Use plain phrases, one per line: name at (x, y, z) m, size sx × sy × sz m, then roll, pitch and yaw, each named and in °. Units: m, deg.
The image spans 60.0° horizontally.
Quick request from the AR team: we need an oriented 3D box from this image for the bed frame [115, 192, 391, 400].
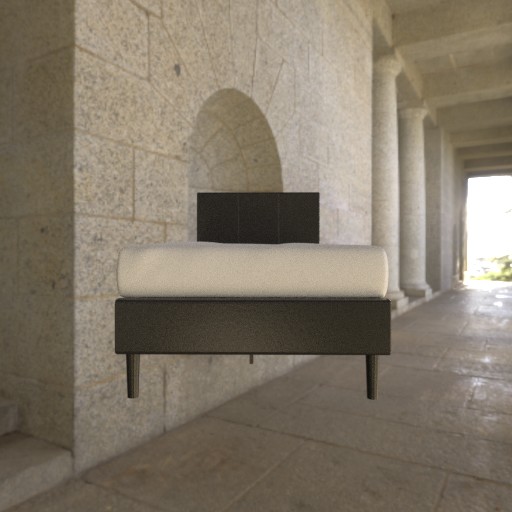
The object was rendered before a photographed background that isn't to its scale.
bed frame at (0.000, 0.000, 2.519) m, size 1.038 × 1.046 × 2.152 m, roll 0°, pitch 0°, yaw 1°
